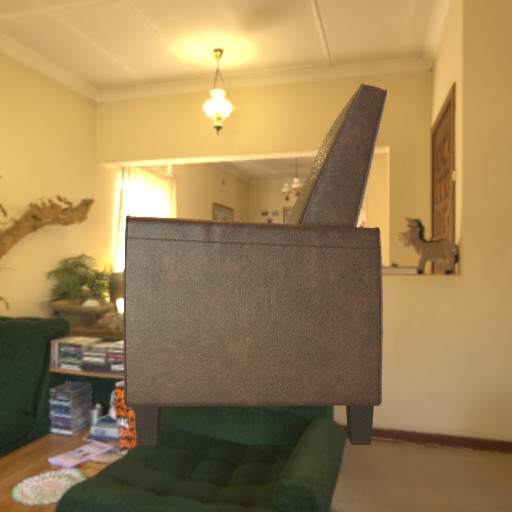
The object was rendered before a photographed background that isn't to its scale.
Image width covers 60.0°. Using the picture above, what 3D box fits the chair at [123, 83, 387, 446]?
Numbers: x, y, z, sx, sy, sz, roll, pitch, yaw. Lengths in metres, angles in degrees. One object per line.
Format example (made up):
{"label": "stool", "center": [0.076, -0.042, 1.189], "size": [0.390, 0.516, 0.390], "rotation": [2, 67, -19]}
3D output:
{"label": "chair", "center": [0.000, 0.000, 1.508], "size": [0.746, 1.013, 0.705], "rotation": [0, 0, -1]}
